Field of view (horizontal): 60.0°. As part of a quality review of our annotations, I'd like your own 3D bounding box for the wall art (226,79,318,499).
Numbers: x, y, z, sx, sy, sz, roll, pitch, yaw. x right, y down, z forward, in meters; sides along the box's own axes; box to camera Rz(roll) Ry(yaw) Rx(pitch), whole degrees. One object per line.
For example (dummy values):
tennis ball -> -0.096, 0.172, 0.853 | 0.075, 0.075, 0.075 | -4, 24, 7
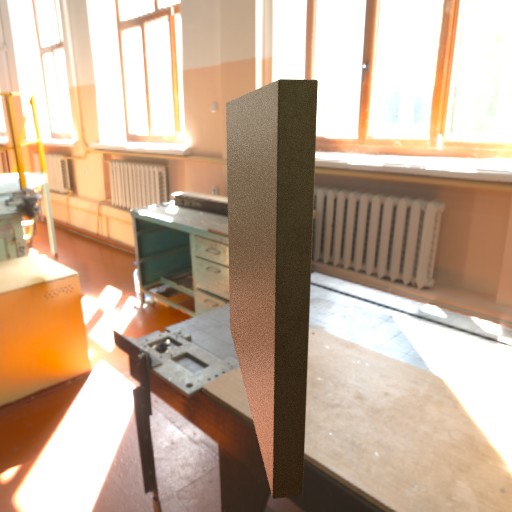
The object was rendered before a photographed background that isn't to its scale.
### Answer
wall art -> 0.000, 0.000, 0.741 | 0.040, 0.506, 0.503 | -3, 17, -9
